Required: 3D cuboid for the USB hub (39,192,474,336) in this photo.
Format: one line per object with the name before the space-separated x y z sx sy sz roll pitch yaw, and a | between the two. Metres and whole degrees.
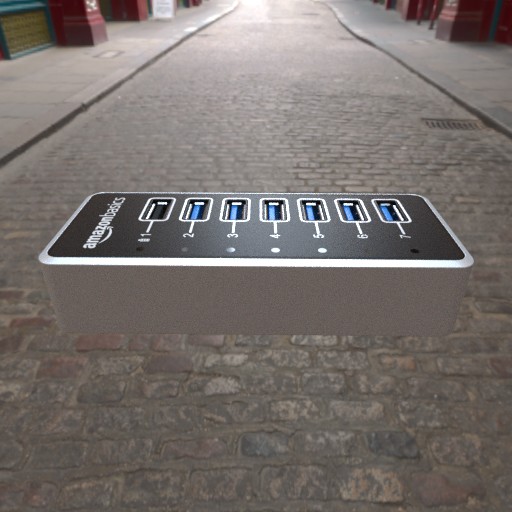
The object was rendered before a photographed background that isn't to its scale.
USB hub | 0.000 0.000 0.133 0.110 0.023 0.044 0 32 1
